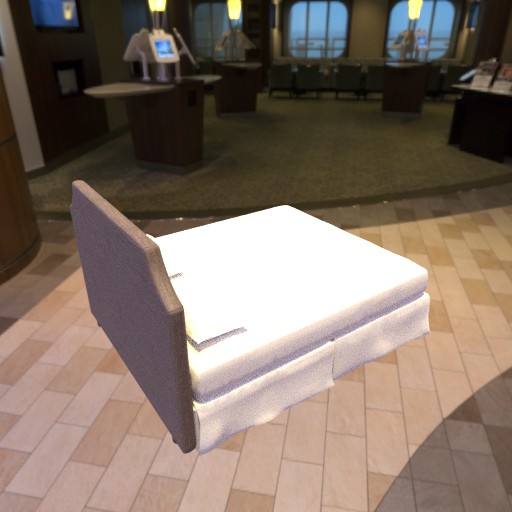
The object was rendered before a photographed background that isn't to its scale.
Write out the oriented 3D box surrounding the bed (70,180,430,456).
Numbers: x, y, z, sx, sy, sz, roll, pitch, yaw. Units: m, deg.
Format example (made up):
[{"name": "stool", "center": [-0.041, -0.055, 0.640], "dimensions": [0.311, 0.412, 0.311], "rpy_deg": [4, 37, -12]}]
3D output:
[{"name": "bed", "center": [0.000, 0.000, 4.307], "dimensions": [2.773, 1.590, 2.350], "rpy_deg": [-18, 32, -31]}]
